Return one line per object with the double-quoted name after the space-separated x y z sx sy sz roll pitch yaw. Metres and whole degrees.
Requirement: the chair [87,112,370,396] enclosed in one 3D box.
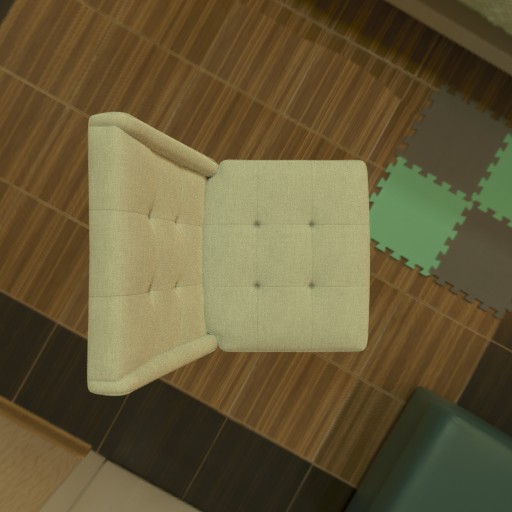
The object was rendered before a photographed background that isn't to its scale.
0.000 0.000 1.283 0.676 0.853 0.569 0 90 -1 "chair"
